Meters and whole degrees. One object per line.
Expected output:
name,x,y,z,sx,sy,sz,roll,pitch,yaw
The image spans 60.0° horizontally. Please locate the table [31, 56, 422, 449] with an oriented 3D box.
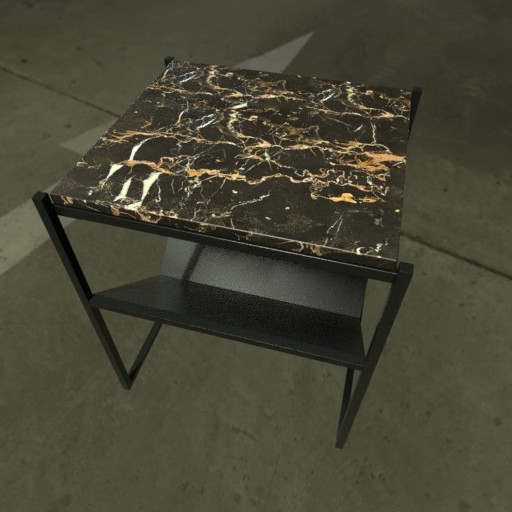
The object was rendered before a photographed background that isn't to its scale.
table,0.000,0.000,0.852,0.469,0.534,0.432,12,48,10
